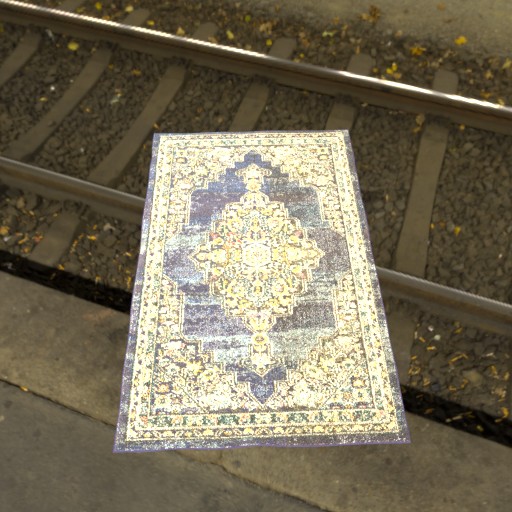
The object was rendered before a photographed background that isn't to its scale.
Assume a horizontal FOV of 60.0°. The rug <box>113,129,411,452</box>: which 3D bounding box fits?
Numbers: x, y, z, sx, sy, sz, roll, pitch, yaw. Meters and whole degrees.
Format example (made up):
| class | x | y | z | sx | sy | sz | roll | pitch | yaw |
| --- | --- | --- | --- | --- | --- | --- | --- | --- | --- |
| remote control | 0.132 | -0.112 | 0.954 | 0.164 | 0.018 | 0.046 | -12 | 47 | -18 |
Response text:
| class | x | y | z | sx | sy | sz | roll | pitch | yaw |
| --- | --- | --- | --- | --- | --- | --- | --- | --- | --- |
| rug | 0.000 | 0.000 | 2.214 | 1.184 | 0.012 | 1.781 | -1 | 58 | -1 |
